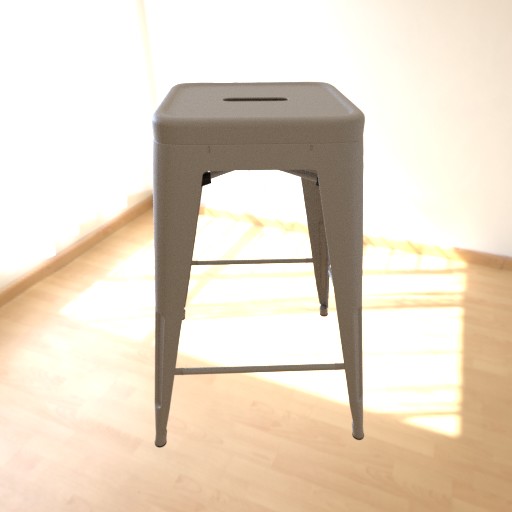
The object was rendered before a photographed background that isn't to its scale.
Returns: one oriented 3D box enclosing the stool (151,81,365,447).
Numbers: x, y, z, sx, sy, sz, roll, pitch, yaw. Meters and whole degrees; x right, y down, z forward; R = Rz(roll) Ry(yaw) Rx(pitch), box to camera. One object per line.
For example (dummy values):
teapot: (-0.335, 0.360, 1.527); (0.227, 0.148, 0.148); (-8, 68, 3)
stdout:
stool: (0.000, 0.000, 0.882); (0.410, 0.608, 0.410); (-1, 30, -2)
